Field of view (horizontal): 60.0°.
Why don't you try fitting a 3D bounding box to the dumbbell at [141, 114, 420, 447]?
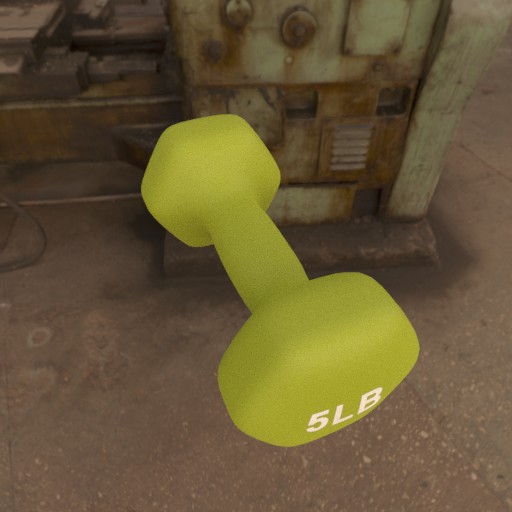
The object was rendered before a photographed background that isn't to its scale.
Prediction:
[{"bbox_3d":[0.000,0.000,0.210,0.080,0.072,0.164,-16,48,-16],"label":"dumbbell"}]
